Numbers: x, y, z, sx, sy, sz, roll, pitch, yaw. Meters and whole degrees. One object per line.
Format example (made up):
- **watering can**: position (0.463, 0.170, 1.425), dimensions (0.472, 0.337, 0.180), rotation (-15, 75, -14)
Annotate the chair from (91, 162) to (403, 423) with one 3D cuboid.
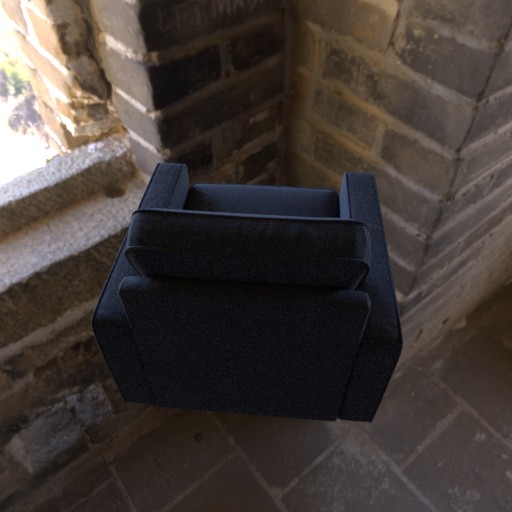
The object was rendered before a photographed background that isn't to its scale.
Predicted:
- **chair**: position (0.000, 0.000, 1.775), dimensions (1.017, 0.919, 0.940), rotation (4, 46, 3)
